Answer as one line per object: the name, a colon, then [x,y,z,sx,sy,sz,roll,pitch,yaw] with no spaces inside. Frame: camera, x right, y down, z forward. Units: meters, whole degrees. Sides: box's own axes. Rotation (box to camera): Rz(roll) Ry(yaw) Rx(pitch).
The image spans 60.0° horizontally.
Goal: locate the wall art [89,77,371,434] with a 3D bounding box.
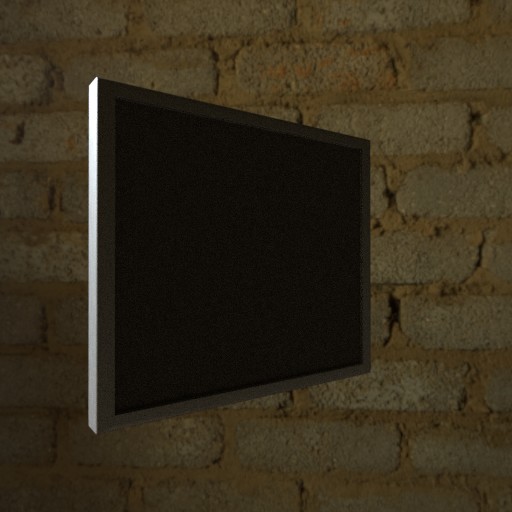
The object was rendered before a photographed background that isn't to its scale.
wall art: [0.000,0.000,0.530,0.380,0.330,0.028,0,0,-35]
